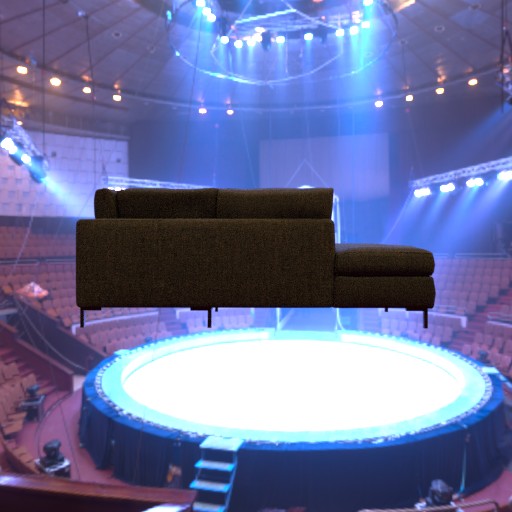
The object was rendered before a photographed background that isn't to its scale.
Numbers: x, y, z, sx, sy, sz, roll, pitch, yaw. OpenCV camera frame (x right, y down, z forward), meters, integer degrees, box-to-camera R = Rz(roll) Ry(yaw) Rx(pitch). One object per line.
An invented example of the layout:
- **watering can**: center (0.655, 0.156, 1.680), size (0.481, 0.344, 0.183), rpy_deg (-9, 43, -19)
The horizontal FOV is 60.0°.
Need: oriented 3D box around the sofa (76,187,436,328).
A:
- **sofa**: center (0.000, 0.000, 3.630), size (1.879, 0.753, 2.737), rpy_deg (0, 0, 0)
